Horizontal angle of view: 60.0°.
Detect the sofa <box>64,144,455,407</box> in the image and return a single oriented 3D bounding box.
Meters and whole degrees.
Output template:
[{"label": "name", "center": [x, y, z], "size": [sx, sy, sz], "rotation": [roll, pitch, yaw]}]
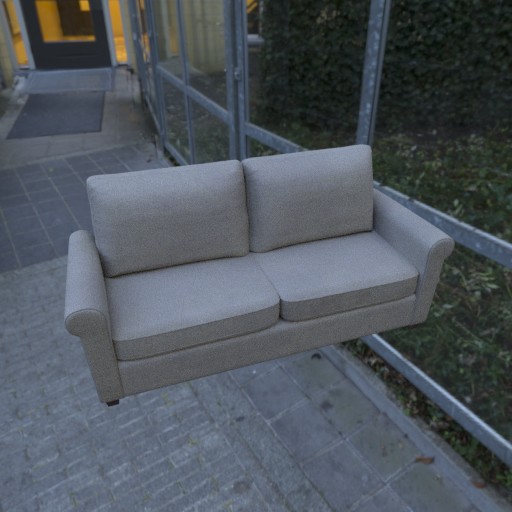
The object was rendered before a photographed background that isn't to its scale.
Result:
[{"label": "sofa", "center": [0.000, 0.000, 2.462], "size": [1.935, 0.942, 0.842], "rotation": [-10, 34, -16]}]
